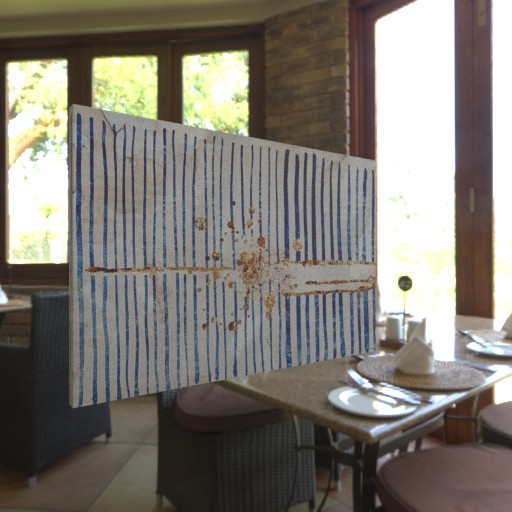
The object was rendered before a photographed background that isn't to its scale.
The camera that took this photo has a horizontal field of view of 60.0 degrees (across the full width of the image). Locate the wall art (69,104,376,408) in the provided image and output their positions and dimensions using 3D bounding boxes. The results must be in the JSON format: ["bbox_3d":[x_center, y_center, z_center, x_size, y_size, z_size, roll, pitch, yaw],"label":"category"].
[{"bbox_3d":[0.000,0.000,1.447,1.143,0.757,0.038,0,0,-35],"label":"wall art"}]
